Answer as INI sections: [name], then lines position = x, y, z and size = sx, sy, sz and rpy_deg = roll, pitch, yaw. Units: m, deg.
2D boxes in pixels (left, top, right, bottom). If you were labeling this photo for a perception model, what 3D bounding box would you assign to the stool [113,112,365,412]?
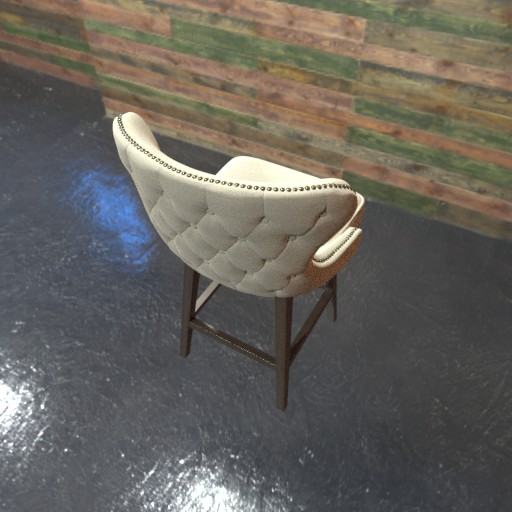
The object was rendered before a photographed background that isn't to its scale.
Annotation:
[stool]
position = 0.000, 0.000, 1.375
size = 0.615, 0.972, 0.597
rpy_deg = 23, 50, 20
